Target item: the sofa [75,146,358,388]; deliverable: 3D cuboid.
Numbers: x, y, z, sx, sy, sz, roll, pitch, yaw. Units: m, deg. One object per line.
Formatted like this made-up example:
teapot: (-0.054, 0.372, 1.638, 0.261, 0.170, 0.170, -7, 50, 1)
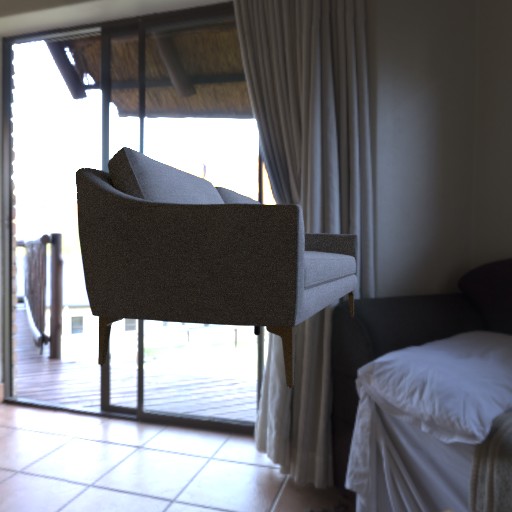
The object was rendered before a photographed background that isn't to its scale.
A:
sofa: (0.000, 0.000, 2.567, 0.980, 0.913, 2.036, 0, 0, 18)
